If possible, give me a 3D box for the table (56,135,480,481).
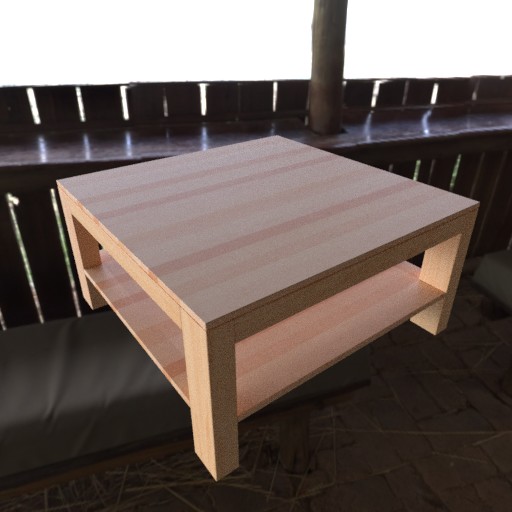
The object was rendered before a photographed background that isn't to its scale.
[{"bbox_3d":[0.000,0.000,1.433,0.900,0.450,0.900,-21,36,-31],"label":"table"}]
